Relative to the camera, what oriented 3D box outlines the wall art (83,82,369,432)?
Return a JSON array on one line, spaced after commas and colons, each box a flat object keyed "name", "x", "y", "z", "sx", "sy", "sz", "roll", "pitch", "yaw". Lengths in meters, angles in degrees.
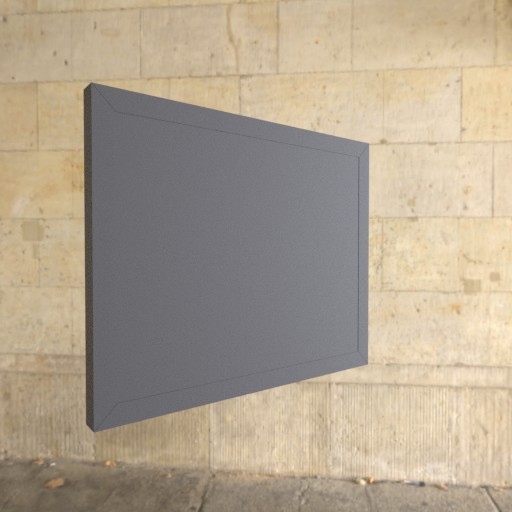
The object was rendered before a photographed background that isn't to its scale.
[{"name": "wall art", "x": 0.000, "y": 0.000, "z": 0.548, "sx": 0.404, "sy": 0.329, "sz": 0.024, "roll": -1, "pitch": 1, "yaw": -37}]
